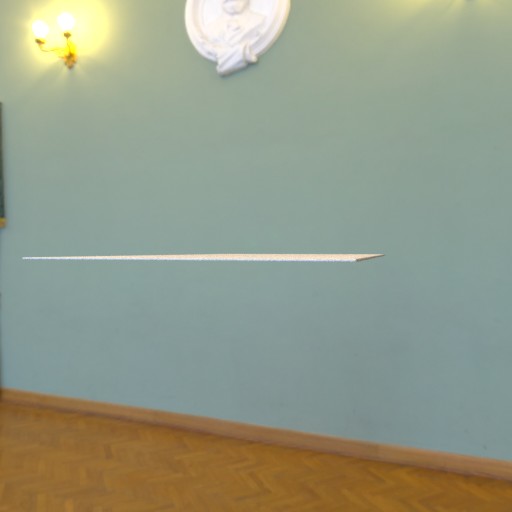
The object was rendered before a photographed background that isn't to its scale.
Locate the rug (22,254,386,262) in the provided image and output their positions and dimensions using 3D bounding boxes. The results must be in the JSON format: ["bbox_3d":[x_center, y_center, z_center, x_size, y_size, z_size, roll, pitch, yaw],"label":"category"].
[{"bbox_3d":[0.000,0.000,2.328,1.236,0.009,1.839,0,1,19],"label":"rug"}]
